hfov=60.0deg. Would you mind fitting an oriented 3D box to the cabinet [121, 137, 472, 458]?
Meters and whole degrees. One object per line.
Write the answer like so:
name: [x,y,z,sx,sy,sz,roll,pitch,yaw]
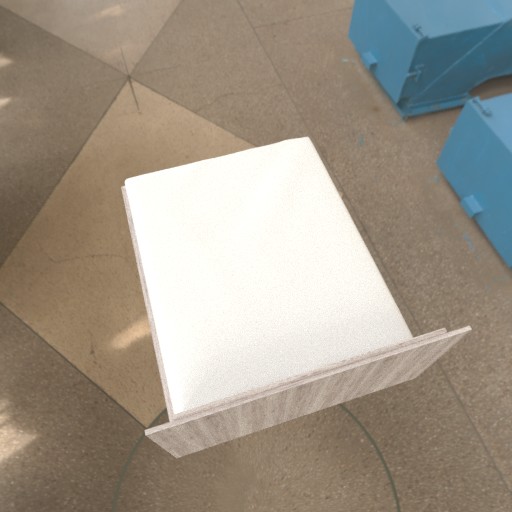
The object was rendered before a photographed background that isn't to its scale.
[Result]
cabinet: [0.000,0.000,3.128,1.750,0.970,2.080,-15,61,-9]
